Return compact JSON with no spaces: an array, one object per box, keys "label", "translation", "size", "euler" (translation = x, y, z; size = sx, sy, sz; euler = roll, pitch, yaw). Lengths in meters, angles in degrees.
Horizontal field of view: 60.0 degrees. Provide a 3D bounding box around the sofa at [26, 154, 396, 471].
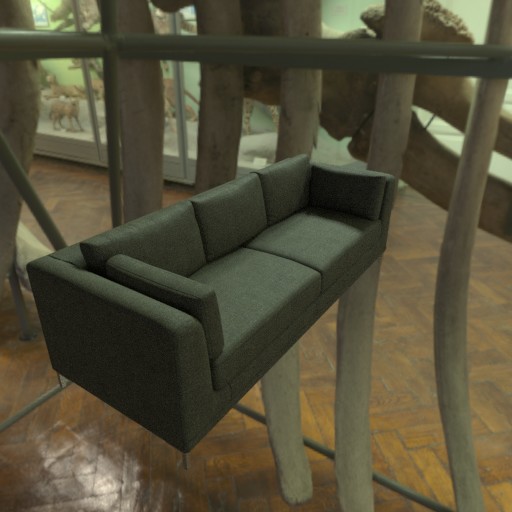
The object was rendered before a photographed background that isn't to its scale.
[{"label":"sofa","translation":[0.000,0.000,2.852],"size":[0.969,0.867,2.415],"euler":[17,31,30]}]
